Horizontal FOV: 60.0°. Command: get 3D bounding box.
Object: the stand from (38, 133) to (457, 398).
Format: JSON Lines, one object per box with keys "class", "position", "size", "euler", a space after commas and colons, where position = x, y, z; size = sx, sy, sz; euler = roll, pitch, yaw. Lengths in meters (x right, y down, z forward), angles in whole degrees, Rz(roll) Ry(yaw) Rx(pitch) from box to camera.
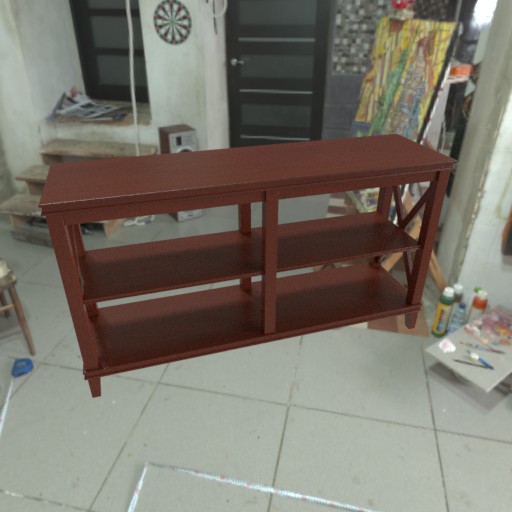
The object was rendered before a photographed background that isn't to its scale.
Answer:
{"class": "stand", "position": [0.000, 0.000, 1.741], "size": [1.372, 0.762, 0.381], "euler": [-9, 31, -15]}
